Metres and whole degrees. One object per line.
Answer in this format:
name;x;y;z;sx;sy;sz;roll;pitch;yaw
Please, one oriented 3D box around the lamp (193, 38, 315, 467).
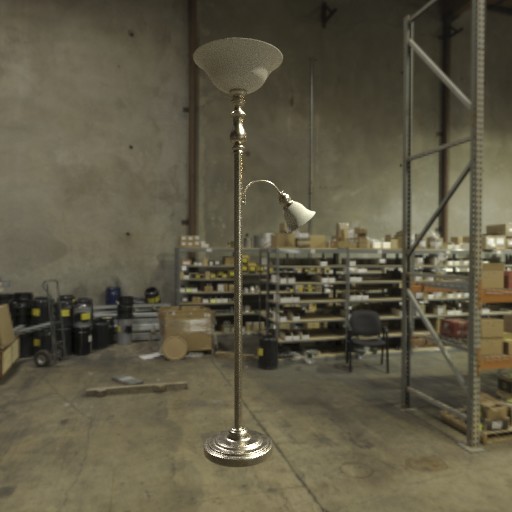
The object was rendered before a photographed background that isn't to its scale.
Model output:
lamp;0.000;0.000;2.044;0.575;1.785;0.405;0;1;-17
